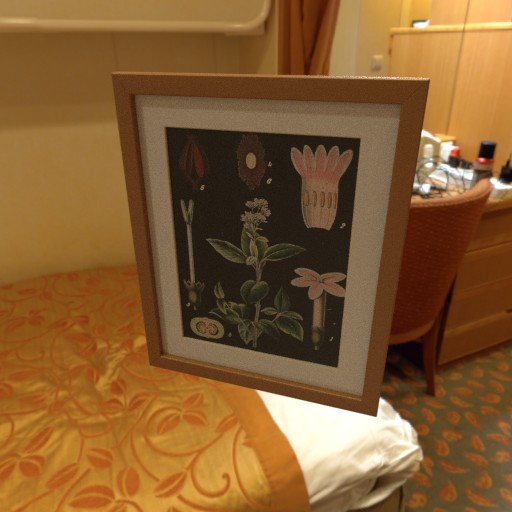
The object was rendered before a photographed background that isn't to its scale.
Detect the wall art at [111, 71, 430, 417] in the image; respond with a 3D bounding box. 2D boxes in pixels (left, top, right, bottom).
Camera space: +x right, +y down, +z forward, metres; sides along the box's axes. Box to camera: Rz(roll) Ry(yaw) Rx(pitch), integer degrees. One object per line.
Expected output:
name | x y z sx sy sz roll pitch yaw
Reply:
wall art | 0.000 0.000 0.500 0.310 0.379 0.015 8 27 16
